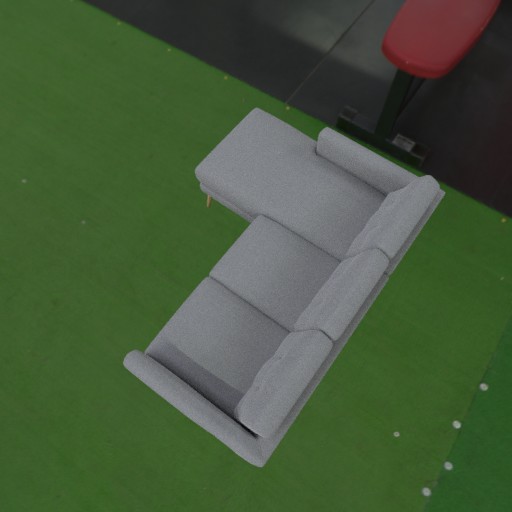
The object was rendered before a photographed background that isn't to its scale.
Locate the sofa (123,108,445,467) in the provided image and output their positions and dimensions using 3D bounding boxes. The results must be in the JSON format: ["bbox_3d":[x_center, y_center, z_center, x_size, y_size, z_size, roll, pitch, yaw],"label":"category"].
[{"bbox_3d":[0.000,0.000,2.866,1.530,0.860,2.040,34,69,15],"label":"sofa"}]
